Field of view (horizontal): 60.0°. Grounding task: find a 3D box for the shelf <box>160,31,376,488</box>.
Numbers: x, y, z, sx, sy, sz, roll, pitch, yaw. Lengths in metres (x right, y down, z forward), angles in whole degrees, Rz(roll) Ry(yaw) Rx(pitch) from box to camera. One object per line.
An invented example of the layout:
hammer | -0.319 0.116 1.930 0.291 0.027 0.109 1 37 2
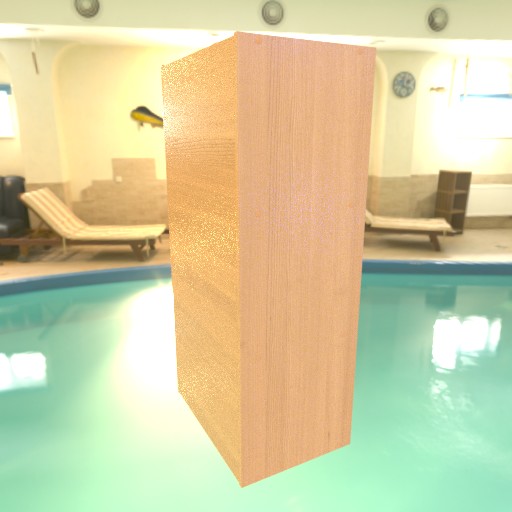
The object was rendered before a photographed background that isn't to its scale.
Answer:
shelf | 0.000 0.000 1.060 0.292 0.876 0.417 -8 17 -27
